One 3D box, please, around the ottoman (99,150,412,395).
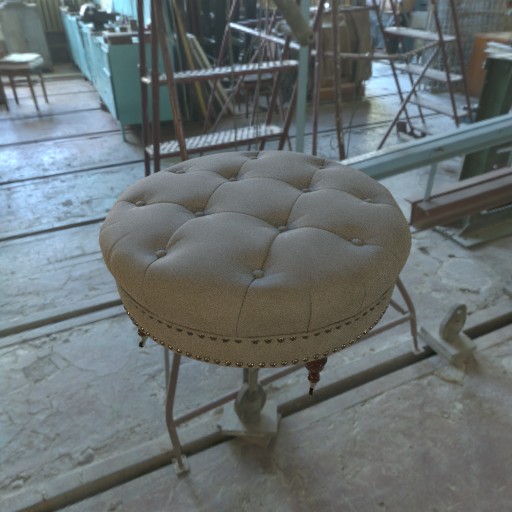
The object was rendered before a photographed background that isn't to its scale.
[{"bbox_3d":[0.000,0.000,1.394,0.901,0.439,0.901,0,34,0],"label":"ottoman"}]
